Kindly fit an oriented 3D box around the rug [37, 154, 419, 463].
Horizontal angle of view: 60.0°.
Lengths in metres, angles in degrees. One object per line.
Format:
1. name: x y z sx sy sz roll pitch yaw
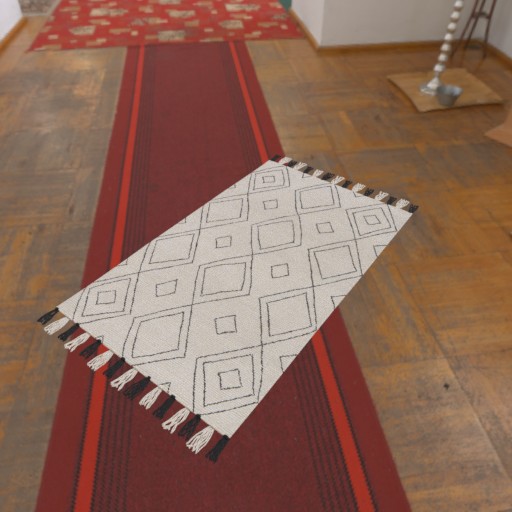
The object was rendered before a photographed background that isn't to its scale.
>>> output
1. rug: 0.000 0.000 3.340 1.524 0.021 2.755 27 48 27
